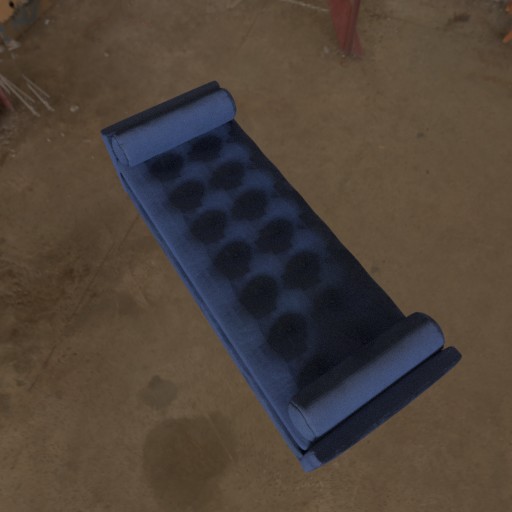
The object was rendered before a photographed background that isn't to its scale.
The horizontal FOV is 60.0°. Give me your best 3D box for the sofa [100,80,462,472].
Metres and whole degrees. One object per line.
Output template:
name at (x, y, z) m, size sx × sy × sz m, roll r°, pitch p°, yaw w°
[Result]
sofa at (0.000, 0.000, 2.465) m, size 0.796 × 0.705 × 2.102 m, roll -30°, pitch 65°, yaw -15°
